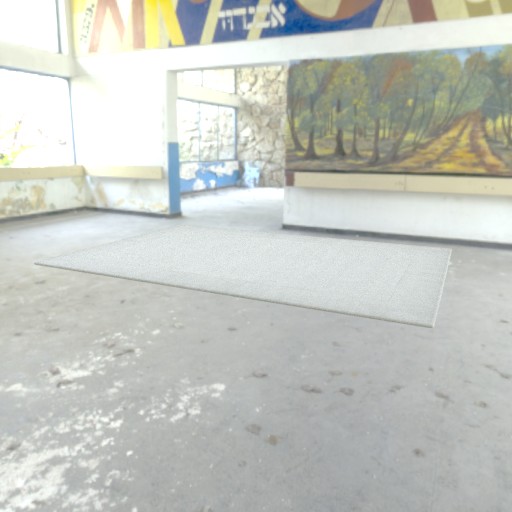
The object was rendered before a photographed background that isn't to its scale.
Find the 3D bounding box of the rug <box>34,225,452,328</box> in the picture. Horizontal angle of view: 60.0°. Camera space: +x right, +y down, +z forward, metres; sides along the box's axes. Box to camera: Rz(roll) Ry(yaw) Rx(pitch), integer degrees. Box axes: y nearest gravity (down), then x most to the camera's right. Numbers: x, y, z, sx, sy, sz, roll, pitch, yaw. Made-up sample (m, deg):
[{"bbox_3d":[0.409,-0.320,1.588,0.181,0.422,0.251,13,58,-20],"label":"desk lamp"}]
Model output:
[{"bbox_3d":[0.000,0.000,2.313,1.829,0.013,1.219,7,15,25],"label":"rug"}]
